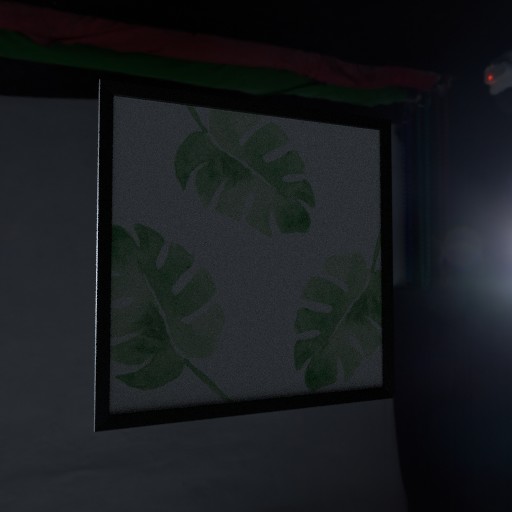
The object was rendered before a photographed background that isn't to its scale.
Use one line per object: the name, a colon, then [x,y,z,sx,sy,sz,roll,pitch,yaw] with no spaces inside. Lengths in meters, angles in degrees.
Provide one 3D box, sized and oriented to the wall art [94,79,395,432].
wall art: [0.000,0.000,0.450,0.304,0.304,0.038,1,-3,-20]
